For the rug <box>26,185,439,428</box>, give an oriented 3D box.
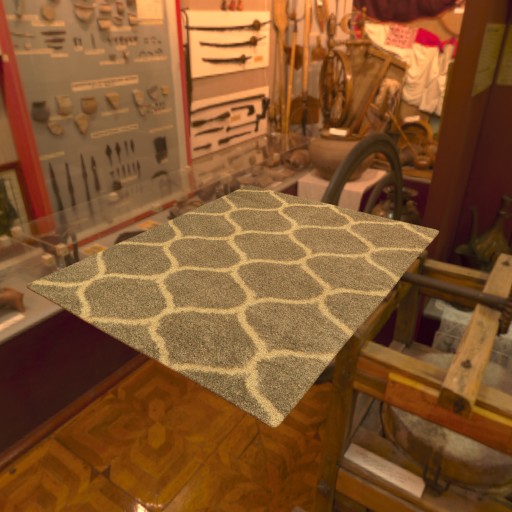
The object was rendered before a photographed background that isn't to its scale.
[{"bbox_3d":[0.000,0.000,3.996,2.399,0.026,3.000,19,33,31],"label":"rug"}]
